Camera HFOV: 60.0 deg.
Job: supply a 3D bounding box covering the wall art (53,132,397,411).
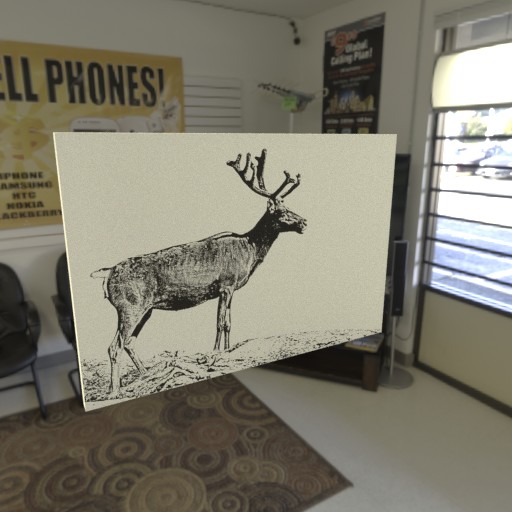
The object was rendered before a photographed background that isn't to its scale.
[{"bbox_3d":[0.000,0.000,1.160,0.906,0.617,0.033,-8,17,-27],"label":"wall art"}]
